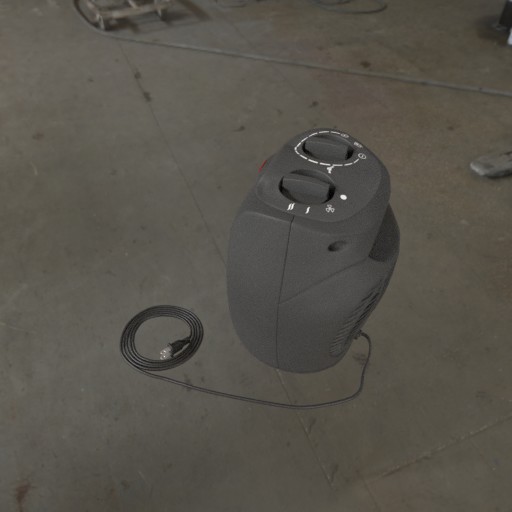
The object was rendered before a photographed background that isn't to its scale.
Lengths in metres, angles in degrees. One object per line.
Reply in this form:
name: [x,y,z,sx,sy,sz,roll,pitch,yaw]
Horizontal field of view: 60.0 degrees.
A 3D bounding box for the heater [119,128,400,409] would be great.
heater: [0.000,0.000,0.473,0.291,0.240,0.239,17,49,15]
